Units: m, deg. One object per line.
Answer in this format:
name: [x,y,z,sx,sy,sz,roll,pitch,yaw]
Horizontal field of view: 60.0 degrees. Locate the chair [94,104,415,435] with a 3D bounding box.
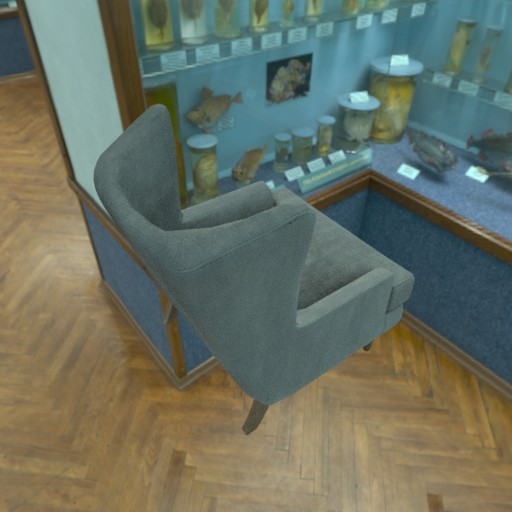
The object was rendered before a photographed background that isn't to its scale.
chair: [0.000,0.000,1.613,0.906,0.950,0.784,-25,46,-27]
